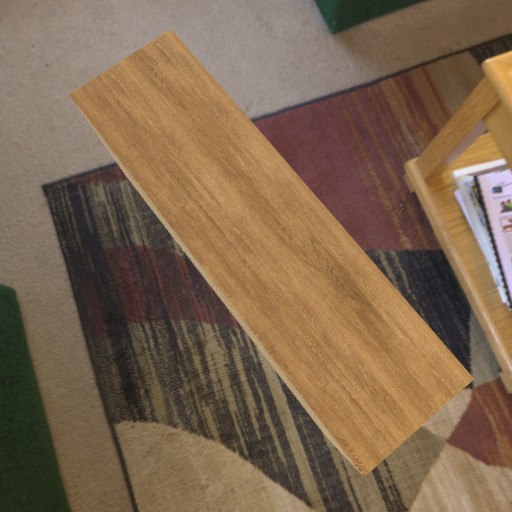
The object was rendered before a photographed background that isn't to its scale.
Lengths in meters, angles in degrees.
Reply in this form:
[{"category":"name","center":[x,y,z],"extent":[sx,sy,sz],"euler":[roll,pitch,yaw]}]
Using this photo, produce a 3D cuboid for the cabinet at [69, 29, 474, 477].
[{"category":"cabinet","center":[0.000,0.000,1.897],"extent":[0.450,0.870,1.600],"euler":[-37,79,-8]}]
